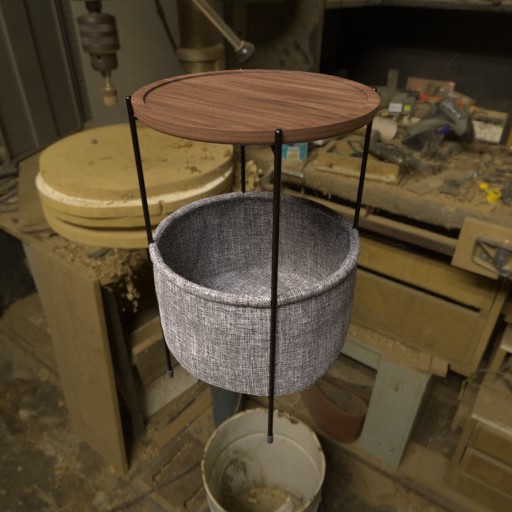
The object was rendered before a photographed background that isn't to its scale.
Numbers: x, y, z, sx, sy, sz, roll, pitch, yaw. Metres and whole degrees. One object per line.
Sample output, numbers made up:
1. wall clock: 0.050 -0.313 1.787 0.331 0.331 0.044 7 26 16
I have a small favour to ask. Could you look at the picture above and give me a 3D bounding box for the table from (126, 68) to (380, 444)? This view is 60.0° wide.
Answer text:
1. table: 0.000 0.000 0.875 0.400 0.623 0.400 22 39 30
